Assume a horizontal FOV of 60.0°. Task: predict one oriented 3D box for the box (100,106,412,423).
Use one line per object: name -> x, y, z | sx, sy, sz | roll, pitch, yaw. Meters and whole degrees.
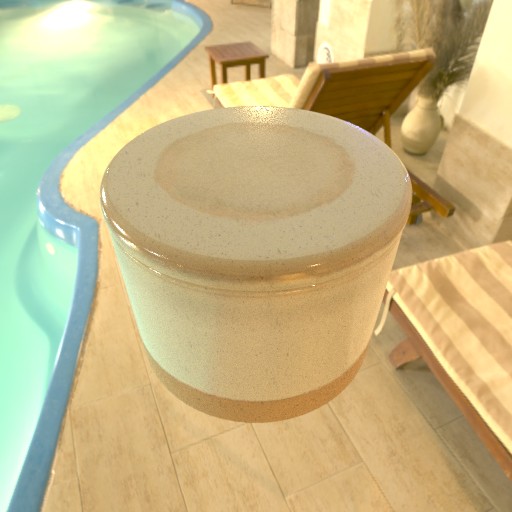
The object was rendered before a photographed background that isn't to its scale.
box -> 0.000, 0.000, 0.262 | 0.154, 0.123, 0.154 | 0, 41, 0
